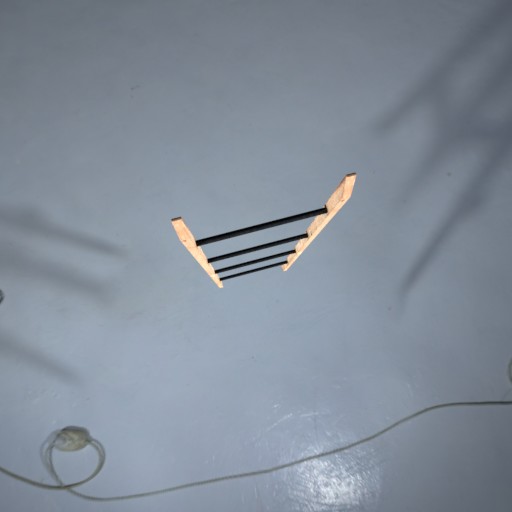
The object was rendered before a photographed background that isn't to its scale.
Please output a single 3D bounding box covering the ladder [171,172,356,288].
[{"bbox_3d":[0.000,0.000,1.903,0.442,1.805,0.200,-15,77,-3],"label":"ladder"}]
